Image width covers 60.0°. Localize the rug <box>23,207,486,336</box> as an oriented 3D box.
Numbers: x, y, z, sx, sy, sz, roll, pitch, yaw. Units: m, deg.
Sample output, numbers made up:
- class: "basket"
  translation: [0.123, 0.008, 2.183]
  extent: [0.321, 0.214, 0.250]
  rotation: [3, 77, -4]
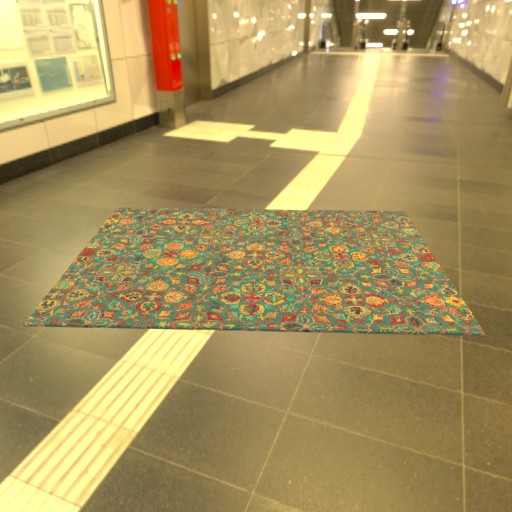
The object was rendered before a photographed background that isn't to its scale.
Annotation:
- class: "rug"
  translation: [0.000, 0.000, 2.852]
  extent: [2.290, 0.016, 1.527]
  rotation: [1, 29, 2]
